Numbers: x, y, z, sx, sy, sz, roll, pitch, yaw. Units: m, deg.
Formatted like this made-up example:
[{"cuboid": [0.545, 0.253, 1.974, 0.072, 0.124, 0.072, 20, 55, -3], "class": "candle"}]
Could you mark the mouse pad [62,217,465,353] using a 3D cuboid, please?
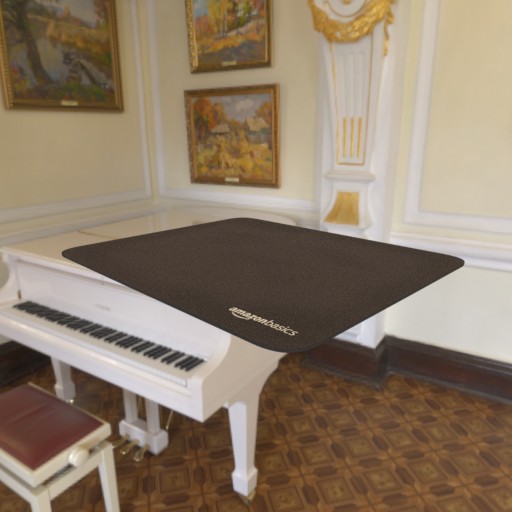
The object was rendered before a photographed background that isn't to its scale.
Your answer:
[{"cuboid": [0.000, 0.000, 0.344, 0.249, 0.002, 0.211, 15, 22, 42], "class": "mouse pad"}]
